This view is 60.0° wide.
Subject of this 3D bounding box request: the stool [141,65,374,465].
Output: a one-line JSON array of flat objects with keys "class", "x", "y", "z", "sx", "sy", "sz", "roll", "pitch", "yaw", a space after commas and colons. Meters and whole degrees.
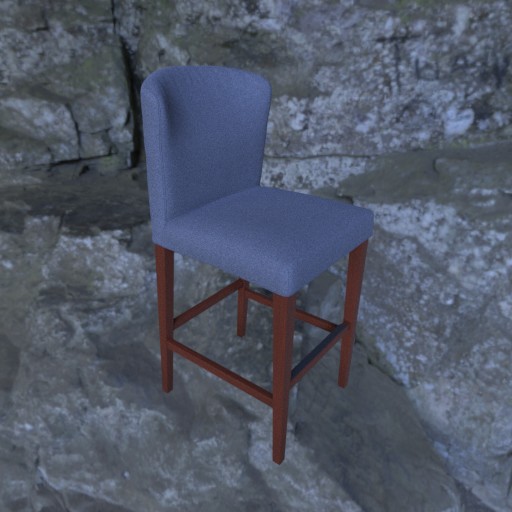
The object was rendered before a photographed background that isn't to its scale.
[{"class": "stool", "x": 0.000, "y": 0.000, "z": 1.374, "sx": 0.568, "sy": 1.069, "sz": 0.481, "roll": 19, "pitch": 32, "yaw": 33}]
